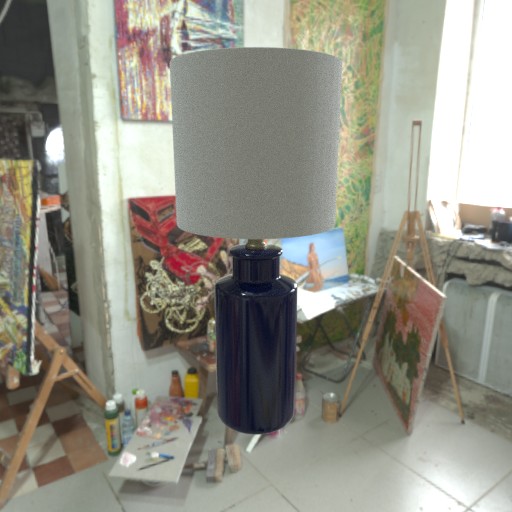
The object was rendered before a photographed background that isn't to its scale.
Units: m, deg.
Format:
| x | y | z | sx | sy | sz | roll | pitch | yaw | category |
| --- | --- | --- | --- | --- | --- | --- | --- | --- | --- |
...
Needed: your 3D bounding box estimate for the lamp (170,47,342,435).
| x | y | z | sx | sy | sz | roll | pitch | yaw | category |
| --- | --- | --- | --- | --- | --- | --- | --- | --- | --- |
| 0.000 | 0.000 | 0.614 | 0.212 | 0.493 | 0.212 | 7 | 16 | 24 | lamp |
